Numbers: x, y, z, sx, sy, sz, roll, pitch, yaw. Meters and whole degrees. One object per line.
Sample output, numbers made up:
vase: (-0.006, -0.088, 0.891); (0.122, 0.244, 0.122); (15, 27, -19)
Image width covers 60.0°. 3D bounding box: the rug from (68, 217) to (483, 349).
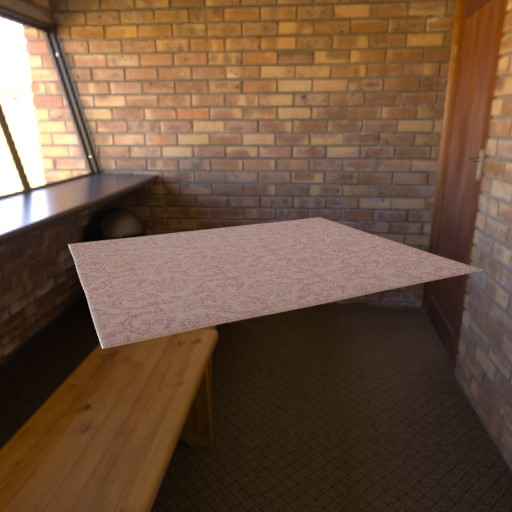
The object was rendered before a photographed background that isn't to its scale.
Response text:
rug: (0.000, 0.000, 4.000); (2.980, 0.012, 2.363); (-8, 18, -25)
